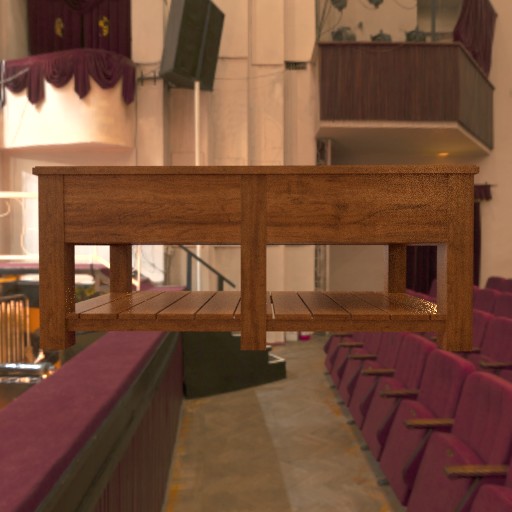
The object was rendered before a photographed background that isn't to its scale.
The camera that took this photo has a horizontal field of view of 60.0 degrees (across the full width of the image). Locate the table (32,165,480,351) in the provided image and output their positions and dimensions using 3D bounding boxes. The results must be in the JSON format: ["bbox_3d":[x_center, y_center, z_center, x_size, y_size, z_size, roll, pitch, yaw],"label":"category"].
[{"bbox_3d":[0.000,0.000,1.461,1.150,0.480,0.635,0,1,1],"label":"table"}]
